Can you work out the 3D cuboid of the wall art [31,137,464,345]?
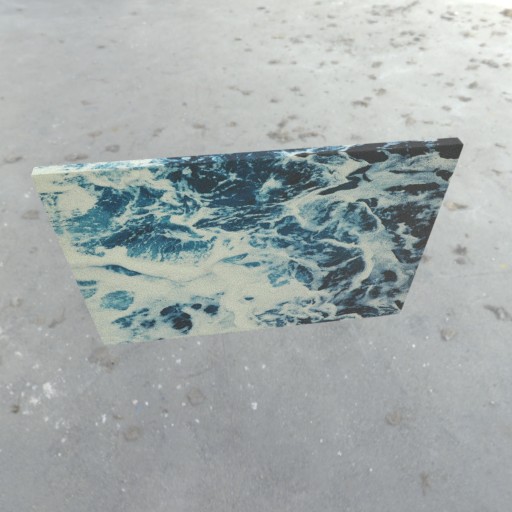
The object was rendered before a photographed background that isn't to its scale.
[{"bbox_3d":[0.000,0.000,1.925,1.524,1.017,0.055,-5,46,-5],"label":"wall art"}]
